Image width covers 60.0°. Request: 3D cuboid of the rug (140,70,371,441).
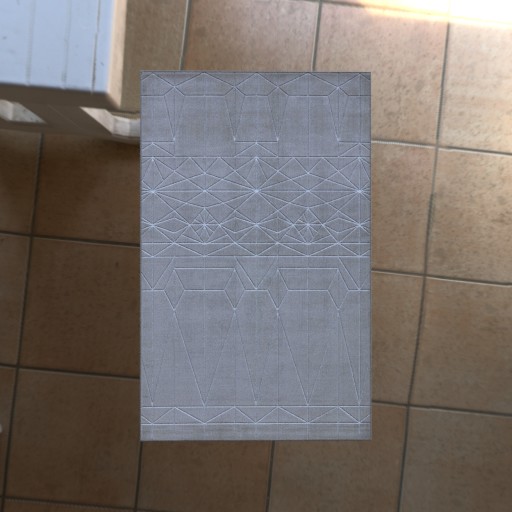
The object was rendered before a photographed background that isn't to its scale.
[{"bbox_3d":[0.000,0.000,2.923,1.524,0.012,2.438,0,90,-1],"label":"rug"}]
